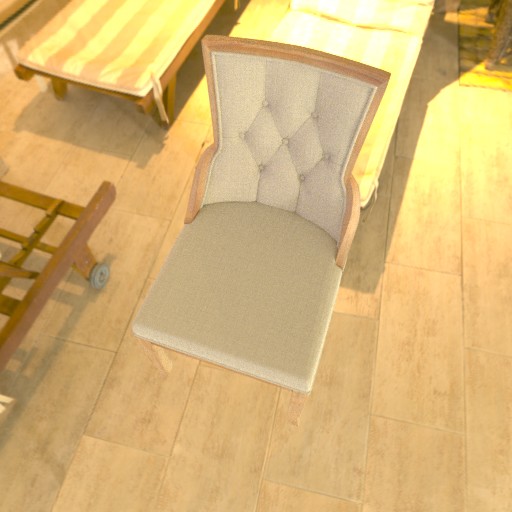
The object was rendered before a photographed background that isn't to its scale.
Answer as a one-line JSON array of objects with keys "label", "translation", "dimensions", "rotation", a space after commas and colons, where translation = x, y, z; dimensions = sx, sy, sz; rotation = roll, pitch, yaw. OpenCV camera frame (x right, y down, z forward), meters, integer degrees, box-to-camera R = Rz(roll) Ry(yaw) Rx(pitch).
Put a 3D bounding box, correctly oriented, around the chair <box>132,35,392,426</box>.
[{"label": "chair", "translation": [0.000, 0.000, 1.301], "dimensions": [0.524, 0.947, 0.641], "rotation": [16, 60, 10]}]
